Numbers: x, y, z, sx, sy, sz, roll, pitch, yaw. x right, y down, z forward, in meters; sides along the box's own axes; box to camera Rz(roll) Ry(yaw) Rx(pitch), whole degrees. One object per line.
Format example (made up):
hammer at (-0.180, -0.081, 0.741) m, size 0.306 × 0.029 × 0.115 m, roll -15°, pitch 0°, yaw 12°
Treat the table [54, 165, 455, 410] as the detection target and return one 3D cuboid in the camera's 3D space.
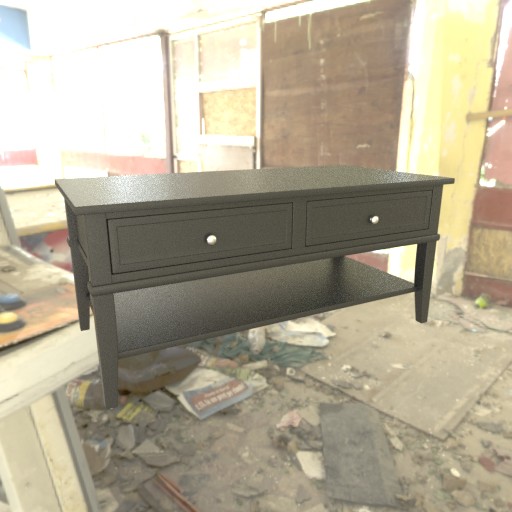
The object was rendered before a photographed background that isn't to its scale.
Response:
table at (0.000, 0.000, 1.356) m, size 1.044 × 0.470 × 0.523 m, roll -8°, pitch 18°, yaw -26°
